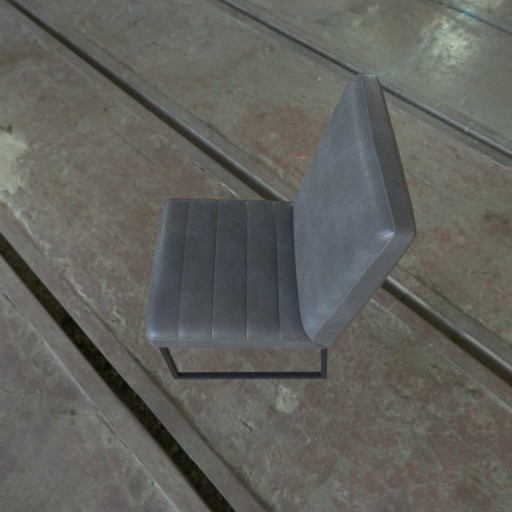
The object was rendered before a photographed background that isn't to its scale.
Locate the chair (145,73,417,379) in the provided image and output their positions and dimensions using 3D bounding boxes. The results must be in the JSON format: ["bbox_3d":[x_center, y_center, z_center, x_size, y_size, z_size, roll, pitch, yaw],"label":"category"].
[{"bbox_3d":[0.000,0.000,1.351,0.634,0.930,0.520,0,57,0],"label":"chair"}]
